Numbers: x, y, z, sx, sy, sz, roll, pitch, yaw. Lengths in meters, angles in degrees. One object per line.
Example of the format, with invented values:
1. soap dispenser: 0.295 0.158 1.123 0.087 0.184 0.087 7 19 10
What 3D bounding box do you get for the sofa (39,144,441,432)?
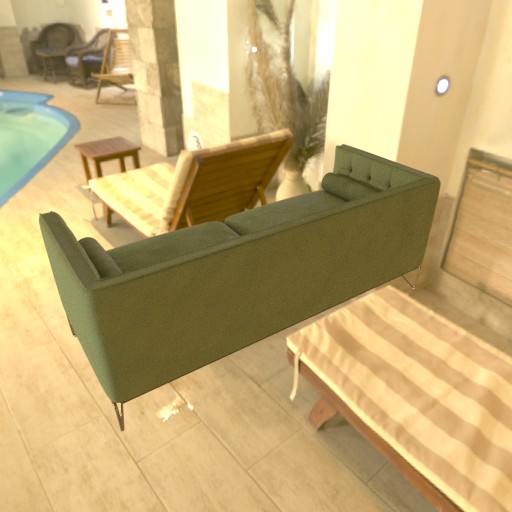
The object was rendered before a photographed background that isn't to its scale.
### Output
1. sofa: 0.000 0.000 2.585 2.087 0.789 0.867 -19 36 -29
